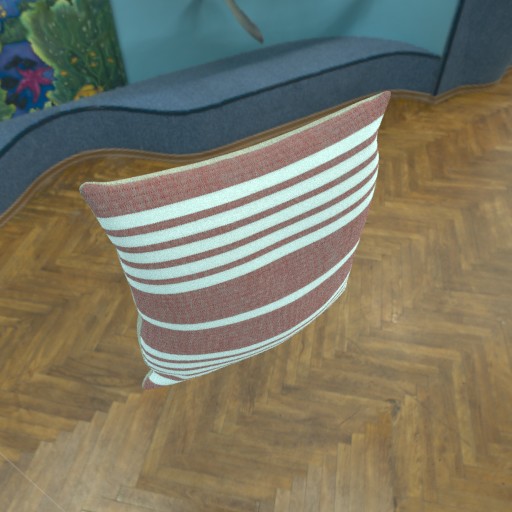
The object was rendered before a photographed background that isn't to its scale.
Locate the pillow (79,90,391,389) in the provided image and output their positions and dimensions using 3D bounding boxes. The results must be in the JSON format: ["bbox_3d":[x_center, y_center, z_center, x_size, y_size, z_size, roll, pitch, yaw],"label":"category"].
[{"bbox_3d":[0.000,0.000,0.675,0.439,0.427,0.182,-24,50,-22],"label":"pillow"}]
